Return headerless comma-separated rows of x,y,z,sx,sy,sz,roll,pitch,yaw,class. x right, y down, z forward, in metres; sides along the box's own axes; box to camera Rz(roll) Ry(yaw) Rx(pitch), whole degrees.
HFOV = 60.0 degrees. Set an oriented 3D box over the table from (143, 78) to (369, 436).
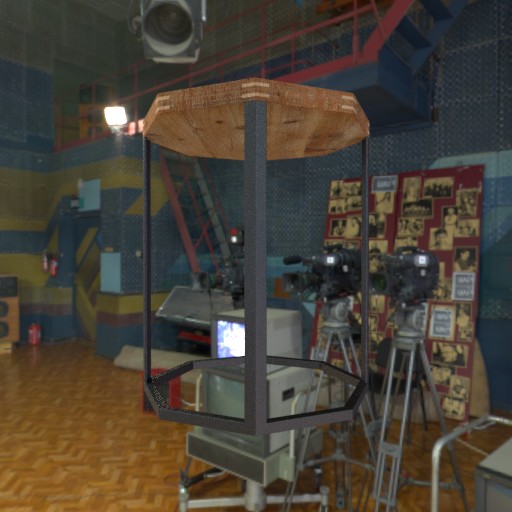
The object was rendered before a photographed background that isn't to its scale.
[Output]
0.000,0.000,0.900,0.458,0.543,0.458,0,1,0,table
